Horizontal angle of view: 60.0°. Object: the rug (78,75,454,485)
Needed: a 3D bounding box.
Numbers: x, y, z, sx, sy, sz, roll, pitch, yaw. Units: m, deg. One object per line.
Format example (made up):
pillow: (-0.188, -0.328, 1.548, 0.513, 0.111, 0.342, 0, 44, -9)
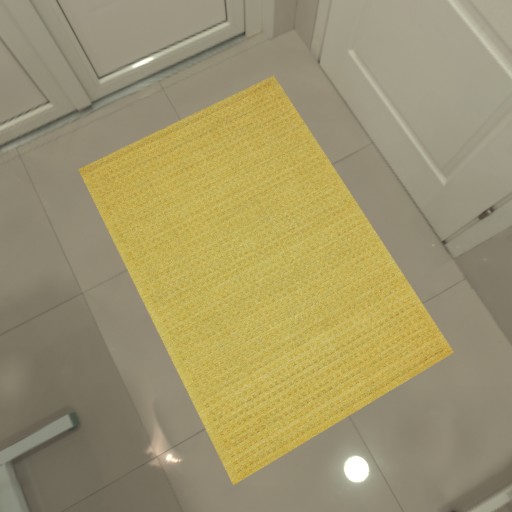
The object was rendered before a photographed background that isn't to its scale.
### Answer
rug: (0.000, 0.000, 3.709, 1.981, 0.006, 2.895, -28, 77, -7)
